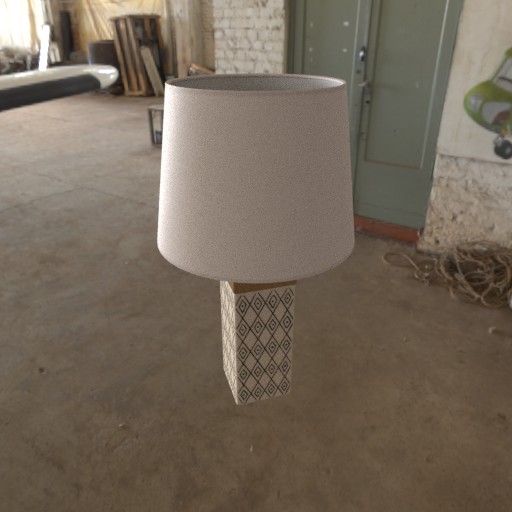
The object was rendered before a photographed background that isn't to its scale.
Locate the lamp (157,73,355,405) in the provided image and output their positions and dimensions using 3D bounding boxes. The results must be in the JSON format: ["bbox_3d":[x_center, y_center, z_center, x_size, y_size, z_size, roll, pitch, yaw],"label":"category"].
[{"bbox_3d":[0.000,0.000,0.590,0.251,0.435,0.251,0,27,0],"label":"lamp"}]
